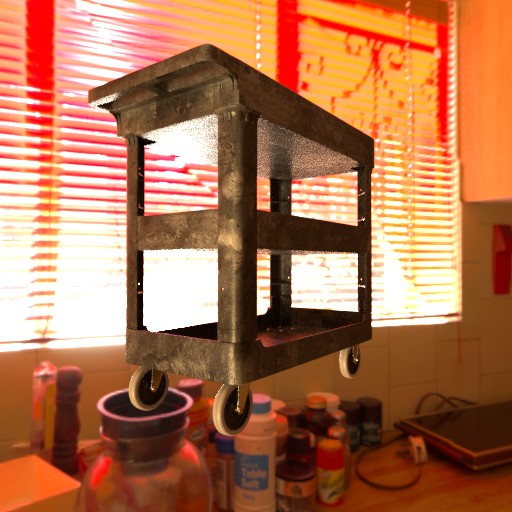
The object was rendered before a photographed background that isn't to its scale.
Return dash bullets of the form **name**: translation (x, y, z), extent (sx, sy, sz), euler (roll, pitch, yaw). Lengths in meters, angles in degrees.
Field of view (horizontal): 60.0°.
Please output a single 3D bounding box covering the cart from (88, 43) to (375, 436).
- **cart**: translation (0.000, 0.000, 1.330), extent (0.420, 0.824, 0.877), euler (-1, -1, 37)
